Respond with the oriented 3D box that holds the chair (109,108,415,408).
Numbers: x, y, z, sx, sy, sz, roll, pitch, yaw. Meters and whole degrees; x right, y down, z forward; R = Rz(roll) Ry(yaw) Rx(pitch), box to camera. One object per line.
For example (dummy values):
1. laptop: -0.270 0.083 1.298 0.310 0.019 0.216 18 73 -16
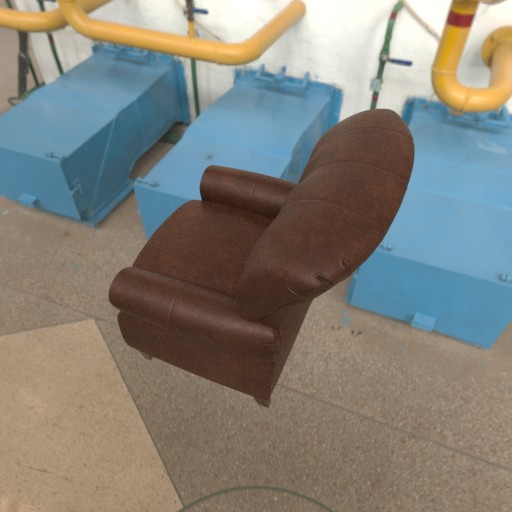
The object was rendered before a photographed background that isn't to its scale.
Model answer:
1. chair: 0.000 0.000 1.911 1.031 1.162 0.979 17 49 15
